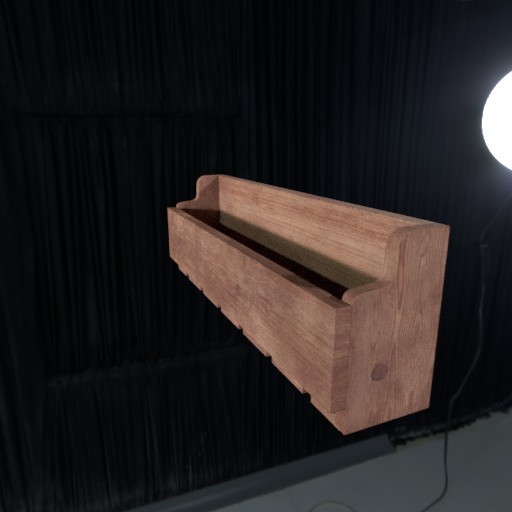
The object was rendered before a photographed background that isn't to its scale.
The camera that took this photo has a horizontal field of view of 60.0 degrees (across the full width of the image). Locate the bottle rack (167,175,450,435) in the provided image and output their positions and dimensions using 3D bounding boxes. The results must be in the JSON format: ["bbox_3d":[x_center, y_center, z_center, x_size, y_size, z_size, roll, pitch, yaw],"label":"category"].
[{"bbox_3d":[0.000,0.000,0.685,0.126,0.196,0.608,-7,17,-24],"label":"bottle rack"}]
